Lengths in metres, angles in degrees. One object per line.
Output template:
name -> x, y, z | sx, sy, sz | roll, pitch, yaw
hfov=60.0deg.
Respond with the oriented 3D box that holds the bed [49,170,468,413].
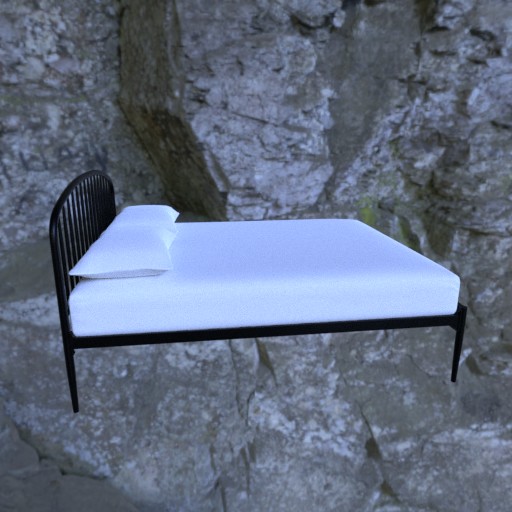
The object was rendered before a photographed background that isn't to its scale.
bed -> 0.000, 0.000, 3.048 | 2.159, 1.166, 1.618 | -2, 16, -8
